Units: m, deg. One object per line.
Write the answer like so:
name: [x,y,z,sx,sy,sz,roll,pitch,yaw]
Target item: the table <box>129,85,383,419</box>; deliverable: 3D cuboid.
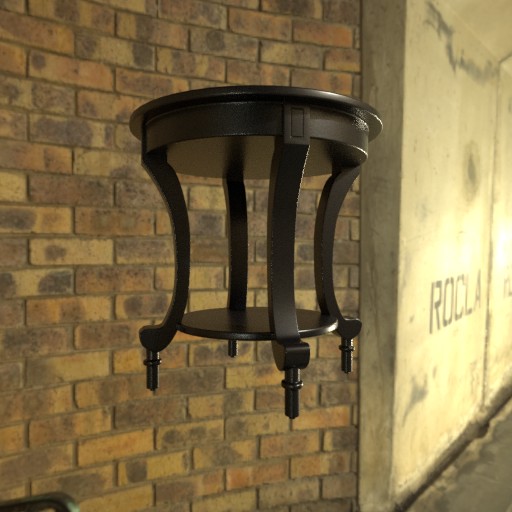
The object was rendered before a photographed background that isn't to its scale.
table: [0.000,0.000,1.089,0.597,0.618,0.597,0,1,0]
